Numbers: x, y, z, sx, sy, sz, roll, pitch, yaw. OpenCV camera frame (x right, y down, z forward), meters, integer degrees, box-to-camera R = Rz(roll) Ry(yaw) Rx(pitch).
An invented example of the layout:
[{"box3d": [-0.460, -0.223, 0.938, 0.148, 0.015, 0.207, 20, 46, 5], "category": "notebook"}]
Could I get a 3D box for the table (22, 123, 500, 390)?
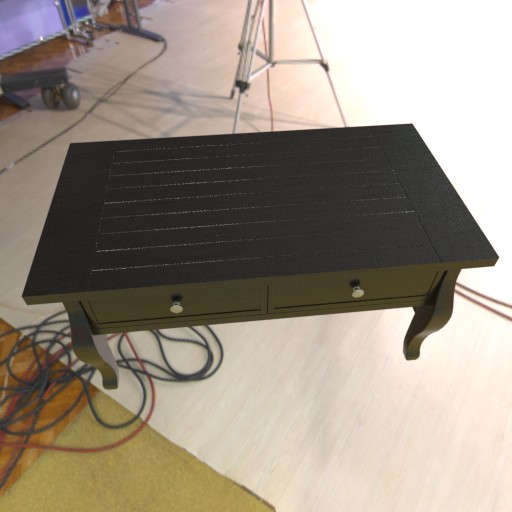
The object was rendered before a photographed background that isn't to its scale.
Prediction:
[{"box3d": [0.000, 0.000, 1.355, 1.062, 0.494, 0.600, -4, 47, -4], "category": "table"}]
